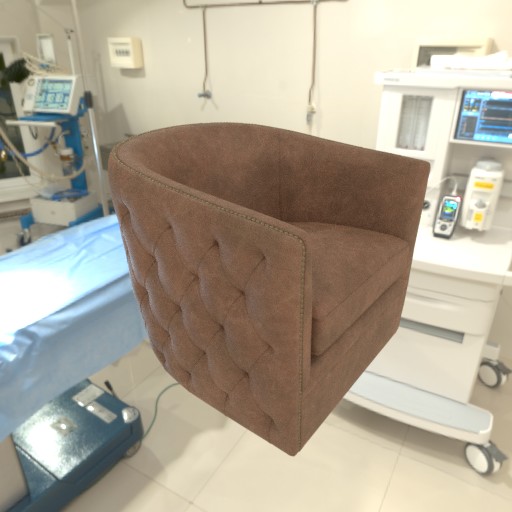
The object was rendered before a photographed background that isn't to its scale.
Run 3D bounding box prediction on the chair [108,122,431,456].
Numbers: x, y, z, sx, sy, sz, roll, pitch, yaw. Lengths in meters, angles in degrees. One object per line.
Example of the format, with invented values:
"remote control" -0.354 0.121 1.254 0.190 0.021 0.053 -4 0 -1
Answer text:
"chair" 0.000 0.000 1.554 0.870 0.790 0.850 19 32 33
